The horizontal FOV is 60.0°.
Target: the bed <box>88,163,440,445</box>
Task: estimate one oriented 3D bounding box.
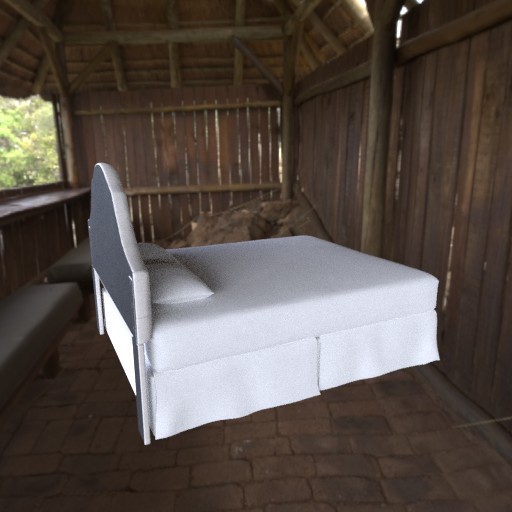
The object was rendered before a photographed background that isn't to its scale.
[{"bbox_3d":[0.000,0.000,3.832,2.477,1.617,2.039,-7,16,-26],"label":"bed"}]
